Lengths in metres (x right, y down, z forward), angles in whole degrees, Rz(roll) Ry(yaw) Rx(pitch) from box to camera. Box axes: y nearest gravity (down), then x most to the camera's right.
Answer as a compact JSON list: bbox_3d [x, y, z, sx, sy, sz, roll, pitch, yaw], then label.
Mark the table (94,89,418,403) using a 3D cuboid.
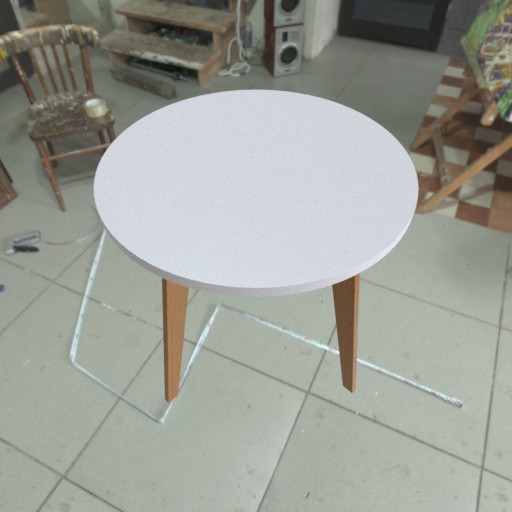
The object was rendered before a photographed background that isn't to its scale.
[{"bbox_3d":[0.000,0.000,1.537,0.896,0.762,0.896,0,47,0],"label":"table"}]
